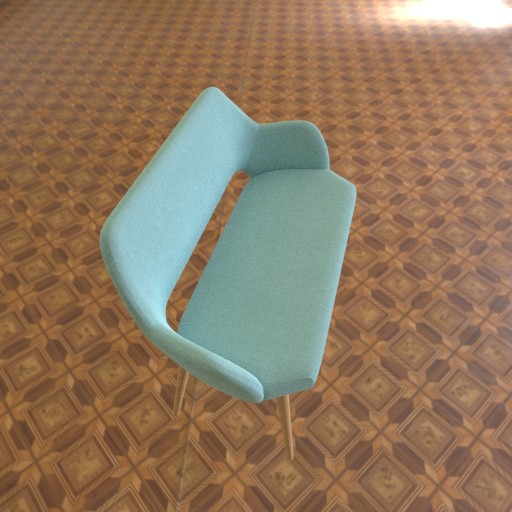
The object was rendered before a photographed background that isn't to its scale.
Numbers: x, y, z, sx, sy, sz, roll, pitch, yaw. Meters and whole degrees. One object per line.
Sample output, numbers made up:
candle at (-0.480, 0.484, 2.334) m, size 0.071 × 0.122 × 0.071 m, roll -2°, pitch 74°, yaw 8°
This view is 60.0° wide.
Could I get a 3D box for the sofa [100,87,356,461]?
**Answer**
sofa at (0.000, 0.000, 1.601) m, size 0.610 × 0.840 × 1.150 m, roll 12°, pitch 49°, yaw 11°
